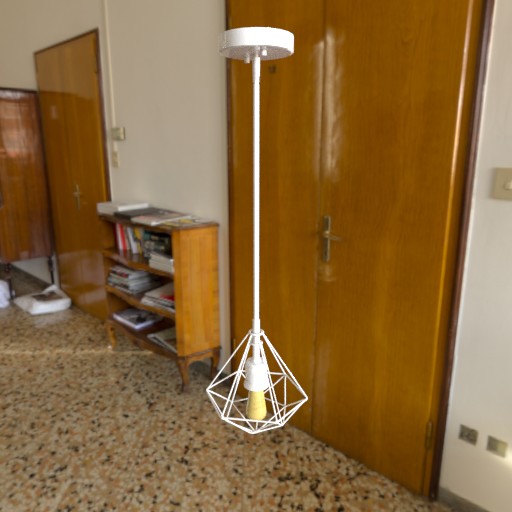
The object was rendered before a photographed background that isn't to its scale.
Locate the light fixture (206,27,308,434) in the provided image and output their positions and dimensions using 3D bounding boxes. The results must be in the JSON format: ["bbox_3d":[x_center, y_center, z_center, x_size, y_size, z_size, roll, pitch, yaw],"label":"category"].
[{"bbox_3d":[0.000,0.000,1.945,0.487,1.764,0.431,2,14,8],"label":"light fixture"}]
